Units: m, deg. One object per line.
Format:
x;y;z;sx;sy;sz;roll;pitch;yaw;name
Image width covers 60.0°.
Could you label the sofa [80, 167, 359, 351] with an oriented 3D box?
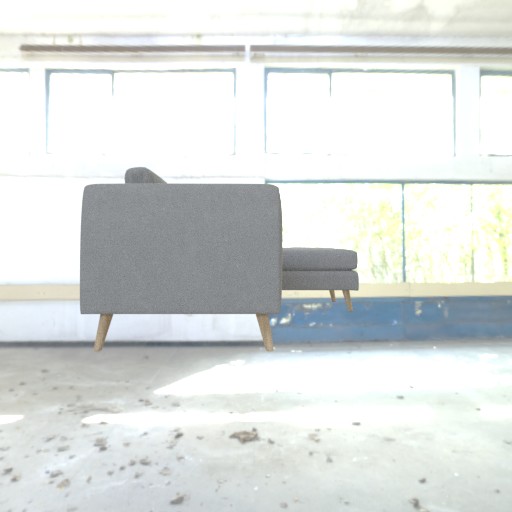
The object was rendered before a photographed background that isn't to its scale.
0.000;0.000;3.088;1.580;0.860;2.300;0;0;0;sofa
